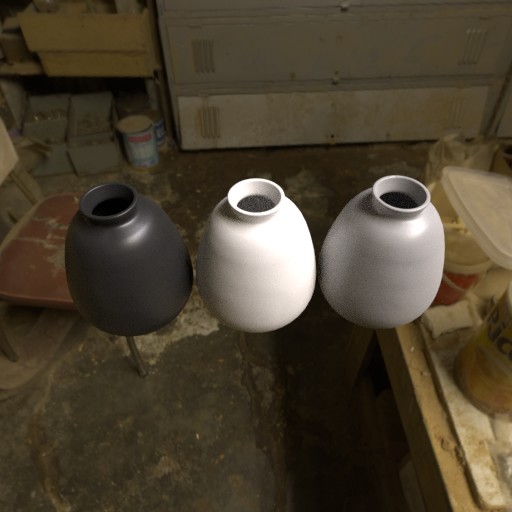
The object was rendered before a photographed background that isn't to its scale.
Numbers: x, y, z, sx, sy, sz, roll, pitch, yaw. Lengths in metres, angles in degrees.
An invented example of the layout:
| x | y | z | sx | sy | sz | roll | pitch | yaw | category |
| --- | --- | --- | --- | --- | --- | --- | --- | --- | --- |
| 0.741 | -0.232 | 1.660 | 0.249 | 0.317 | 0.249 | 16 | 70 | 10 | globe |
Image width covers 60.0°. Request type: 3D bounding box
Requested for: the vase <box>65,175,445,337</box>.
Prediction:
| x | y | z | sx | sy | sz | roll | pitch | yaw | category |
| --- | --- | --- | --- | --- | --- | --- | --- | --- | --- |
| 0.000 | 0.000 | 0.347 | 0.297 | 0.122 | 0.097 | -2 | 47 | -1 | vase |
